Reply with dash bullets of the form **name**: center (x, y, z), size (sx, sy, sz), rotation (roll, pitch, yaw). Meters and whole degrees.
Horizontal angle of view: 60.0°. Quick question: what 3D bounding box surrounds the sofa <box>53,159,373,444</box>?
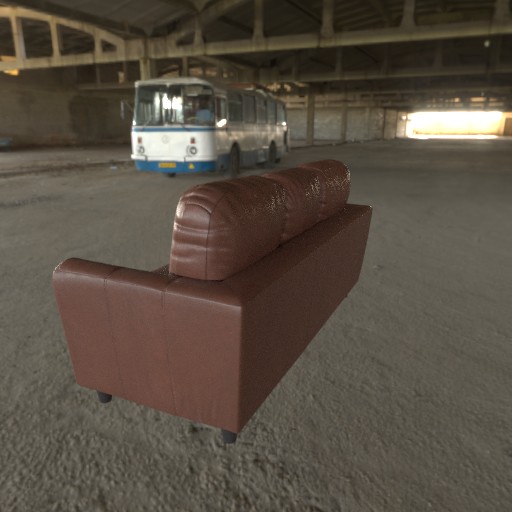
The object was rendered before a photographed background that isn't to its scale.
- **sofa**: center (0.000, 0.000, 2.289), size (0.802, 0.915, 1.862), rotation (8, 18, 25)
